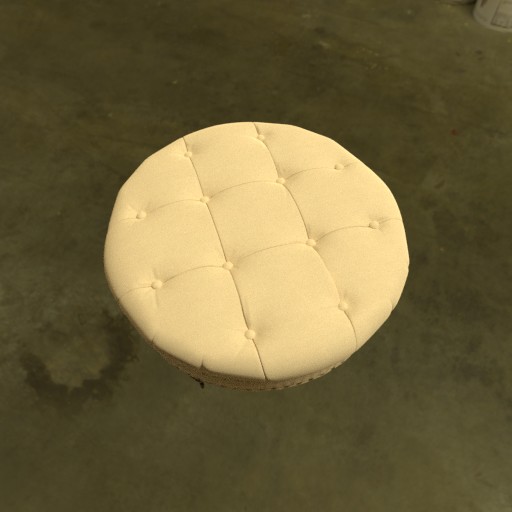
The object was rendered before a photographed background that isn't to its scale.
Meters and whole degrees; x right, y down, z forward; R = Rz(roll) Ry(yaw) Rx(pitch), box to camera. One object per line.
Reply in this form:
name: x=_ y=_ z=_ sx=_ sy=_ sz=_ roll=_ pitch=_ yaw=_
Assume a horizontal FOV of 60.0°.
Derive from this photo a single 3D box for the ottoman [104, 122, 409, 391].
ottoman: x=0.000 y=0.000 z=1.428 sx=0.901 sy=0.439 sz=0.901 roll=0 pitch=56 yaw=0
